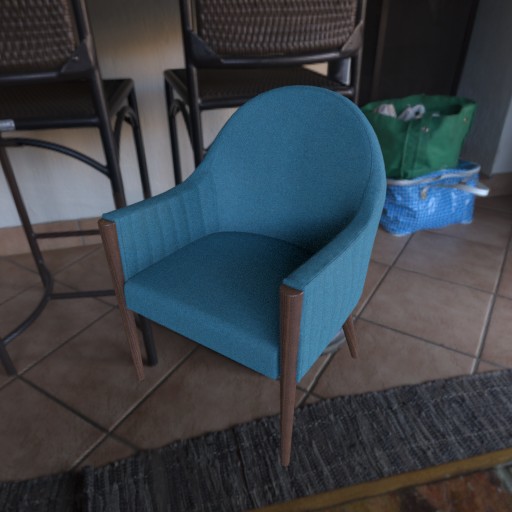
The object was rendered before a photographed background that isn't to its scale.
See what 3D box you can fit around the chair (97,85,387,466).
[{"bbox_3d":[0.000,0.000,1.376,0.656,0.907,0.652,19,36,28],"label":"chair"}]
